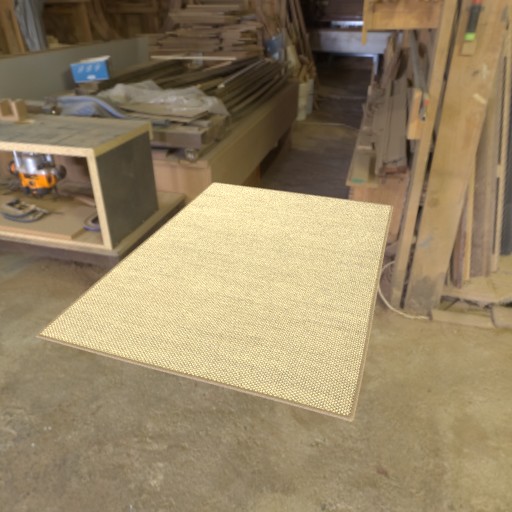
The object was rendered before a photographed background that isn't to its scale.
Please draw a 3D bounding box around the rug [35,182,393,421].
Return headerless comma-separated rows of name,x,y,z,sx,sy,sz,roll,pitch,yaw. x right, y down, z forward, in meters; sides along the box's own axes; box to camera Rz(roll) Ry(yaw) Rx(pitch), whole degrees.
rug,0.000,0.000,2.761,1.517,0.013,2.115,10,32,16
